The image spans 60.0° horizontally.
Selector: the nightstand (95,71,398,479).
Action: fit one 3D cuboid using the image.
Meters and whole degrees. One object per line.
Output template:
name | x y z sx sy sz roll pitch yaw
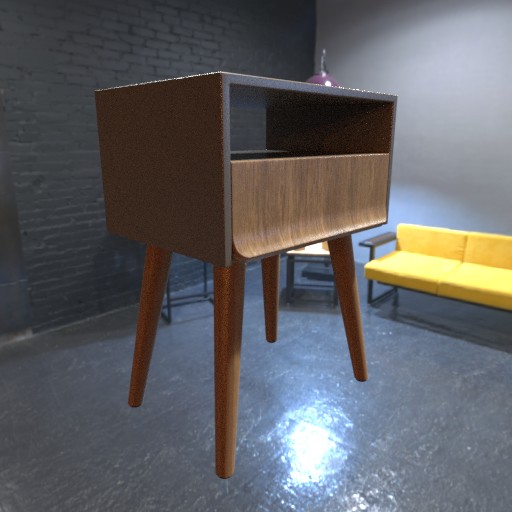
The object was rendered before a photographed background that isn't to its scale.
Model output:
nightstand | 0.000 0.000 0.731 0.288 0.508 0.370 14 21 43
